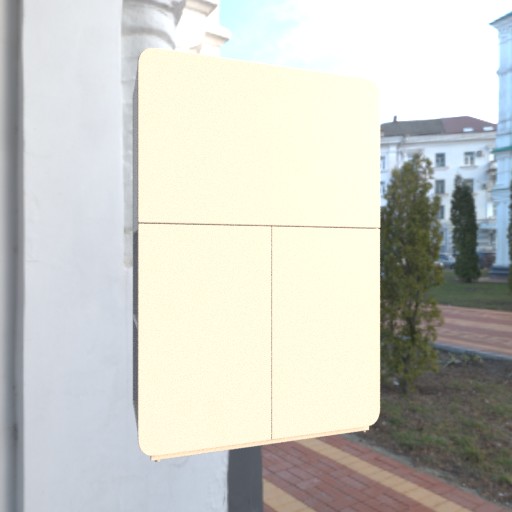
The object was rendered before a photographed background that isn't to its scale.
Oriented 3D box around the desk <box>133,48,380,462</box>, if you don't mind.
[{"bbox_3d":[0.000,0.000,1.506,0.795,1.190,0.278,0,0,-18],"label":"desk"}]
